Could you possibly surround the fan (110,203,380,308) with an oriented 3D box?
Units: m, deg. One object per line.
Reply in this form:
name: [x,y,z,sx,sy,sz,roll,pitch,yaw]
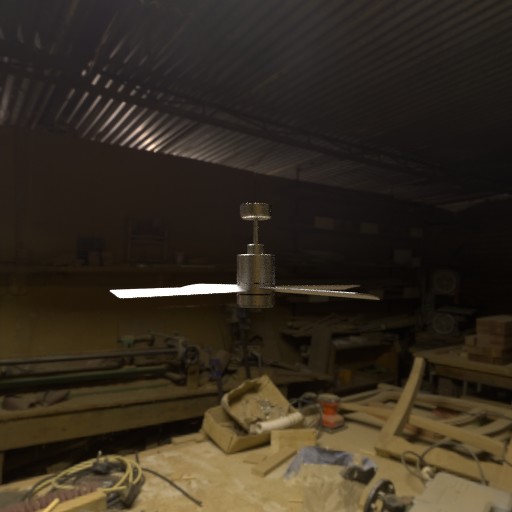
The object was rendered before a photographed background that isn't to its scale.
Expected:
fan: [0.000,0.000,2.368,1.525,0.539,1.525,2,-3,-36]
